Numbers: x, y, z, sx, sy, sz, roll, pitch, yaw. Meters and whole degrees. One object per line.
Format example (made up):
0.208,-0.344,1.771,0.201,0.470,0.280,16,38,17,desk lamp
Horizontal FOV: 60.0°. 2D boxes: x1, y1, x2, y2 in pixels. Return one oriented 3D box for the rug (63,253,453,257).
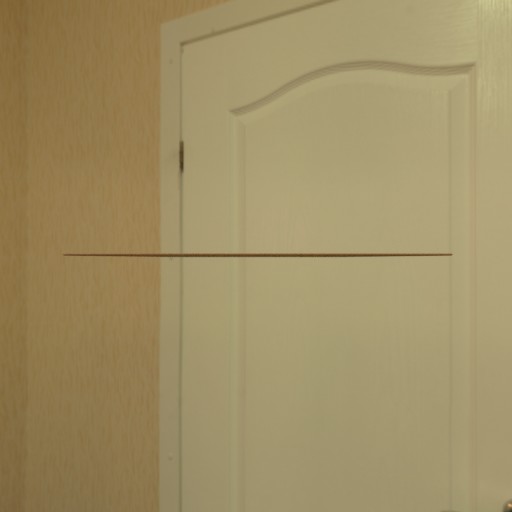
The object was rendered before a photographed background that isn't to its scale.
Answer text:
0.000,0.000,2.295,1.219,0.008,1.829,0,0,0,rug
